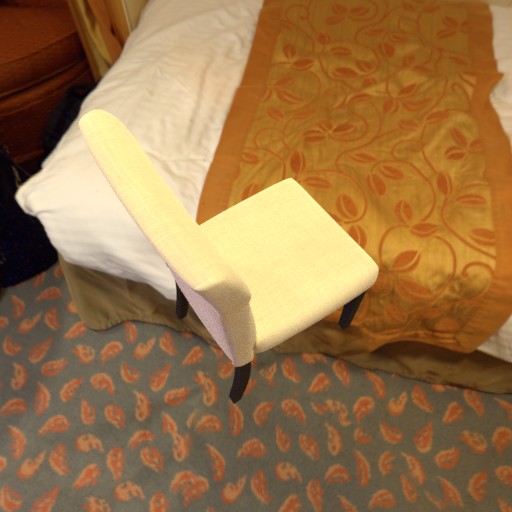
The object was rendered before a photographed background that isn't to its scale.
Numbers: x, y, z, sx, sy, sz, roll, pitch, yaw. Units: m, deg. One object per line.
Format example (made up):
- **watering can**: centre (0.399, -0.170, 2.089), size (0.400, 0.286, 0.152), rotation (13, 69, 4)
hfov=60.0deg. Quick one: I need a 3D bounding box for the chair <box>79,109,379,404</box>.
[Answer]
- **chair**: centre (0.000, 0.000, 1.267), size (0.597, 0.921, 0.509), rotation (-30, 62, -18)
